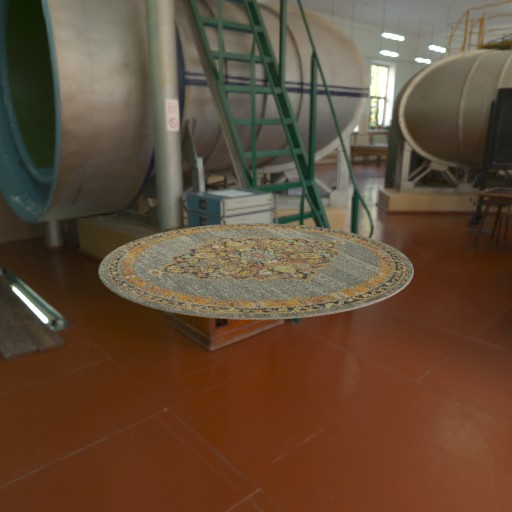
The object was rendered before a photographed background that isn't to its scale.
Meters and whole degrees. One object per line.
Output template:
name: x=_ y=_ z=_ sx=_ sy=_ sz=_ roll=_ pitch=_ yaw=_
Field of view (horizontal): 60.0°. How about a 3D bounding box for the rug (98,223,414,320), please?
rug: x=0.000 y=0.000 z=2.373 sx=1.598 sy=0.010 sz=1.598 roll=0 pitch=17 yaw=0
